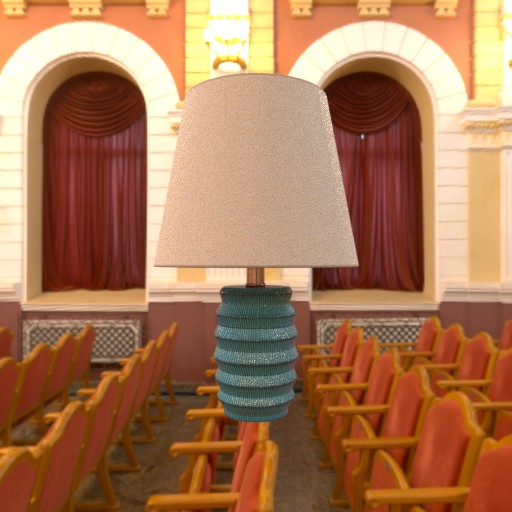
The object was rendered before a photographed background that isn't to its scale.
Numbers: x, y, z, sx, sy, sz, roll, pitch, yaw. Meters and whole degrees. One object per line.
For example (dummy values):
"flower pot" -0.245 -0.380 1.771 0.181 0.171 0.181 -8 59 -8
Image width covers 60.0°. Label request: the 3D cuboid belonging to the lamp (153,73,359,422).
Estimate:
"lamp" 0.000 0.000 0.563 0.254 0.392 0.254 0 -1 0
